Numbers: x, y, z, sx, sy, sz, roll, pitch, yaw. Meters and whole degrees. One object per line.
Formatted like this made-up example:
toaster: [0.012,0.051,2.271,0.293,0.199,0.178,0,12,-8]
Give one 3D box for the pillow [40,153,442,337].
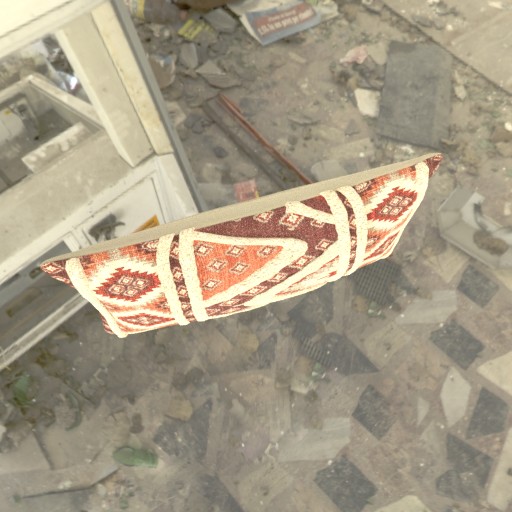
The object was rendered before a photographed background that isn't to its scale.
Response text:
pillow: [0.000,0.000,0.757,0.608,0.295,0.161,-16,63,-9]
